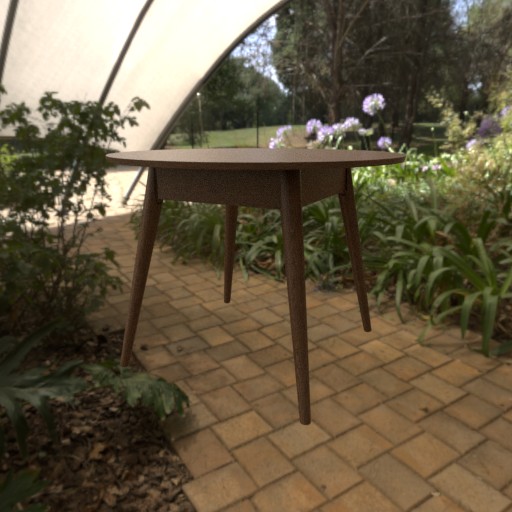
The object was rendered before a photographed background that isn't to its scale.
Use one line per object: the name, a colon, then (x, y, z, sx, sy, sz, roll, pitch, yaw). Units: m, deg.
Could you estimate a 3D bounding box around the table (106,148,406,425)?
table: (0.000, 0.000, 1.738, 1.053, 0.786, 1.053, 0, 16, 0)
